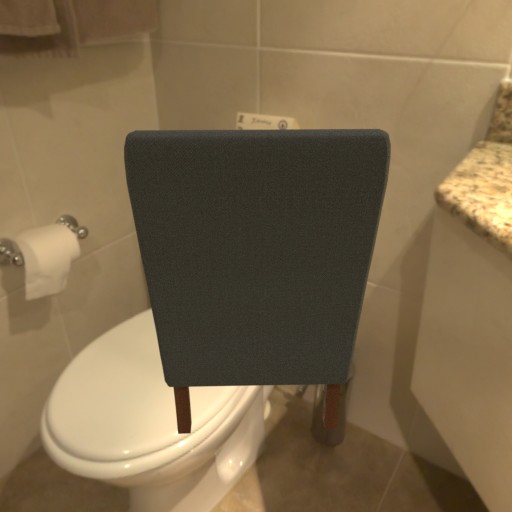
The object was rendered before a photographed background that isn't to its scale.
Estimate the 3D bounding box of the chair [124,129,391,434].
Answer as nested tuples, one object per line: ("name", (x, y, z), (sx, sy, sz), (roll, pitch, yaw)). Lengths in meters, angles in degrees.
("chair", (0.000, 0.000, 1.181), (0.513, 0.804, 0.592), (-1, 30, -2))
